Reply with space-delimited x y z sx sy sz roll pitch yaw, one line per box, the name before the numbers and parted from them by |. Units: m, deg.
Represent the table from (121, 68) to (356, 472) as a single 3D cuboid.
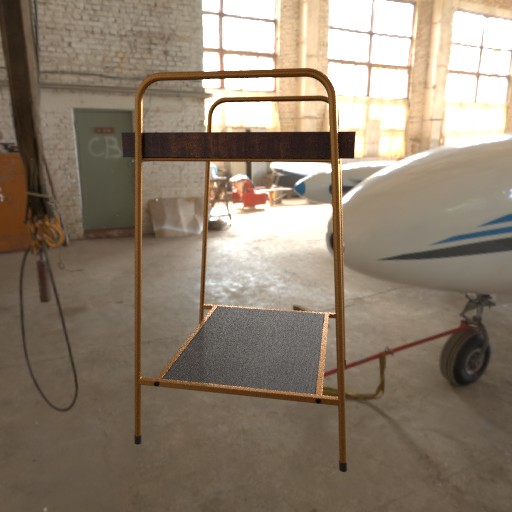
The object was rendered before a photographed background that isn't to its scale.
table | 0.000 0.000 0.986 0.430 0.710 0.430 3 15 11
